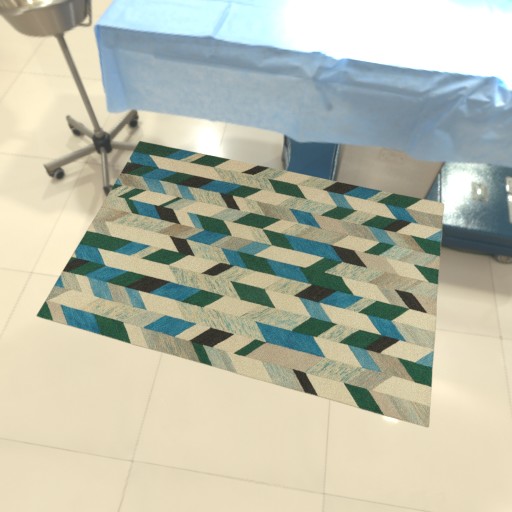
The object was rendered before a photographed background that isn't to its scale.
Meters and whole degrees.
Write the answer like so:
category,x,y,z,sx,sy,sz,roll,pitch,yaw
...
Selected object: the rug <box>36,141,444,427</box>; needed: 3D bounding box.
category,x,y,z,sx,sy,sz,roll,pitch,yaw
rug,0.000,0.000,2.273,1.827,0.005,1.229,13,59,8
